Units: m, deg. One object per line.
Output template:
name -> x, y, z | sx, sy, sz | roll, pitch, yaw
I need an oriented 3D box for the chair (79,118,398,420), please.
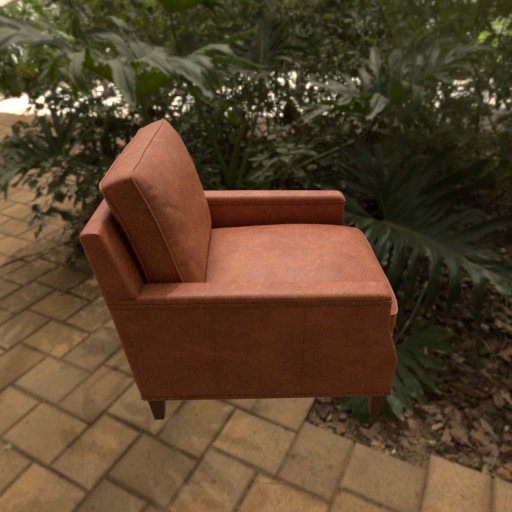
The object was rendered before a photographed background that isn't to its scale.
chair -> 0.000, 0.000, 1.771 | 1.014, 0.943, 0.853 | -1, 31, -1
